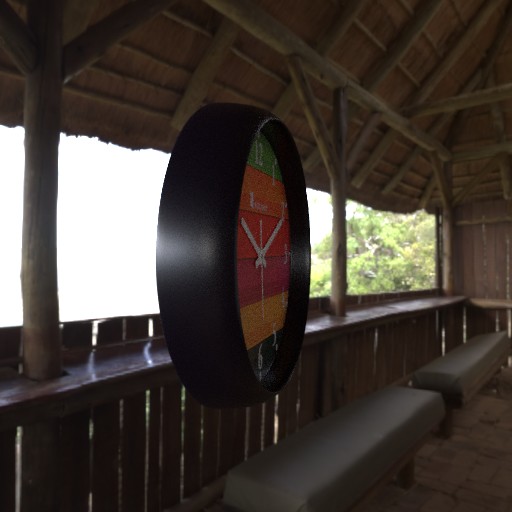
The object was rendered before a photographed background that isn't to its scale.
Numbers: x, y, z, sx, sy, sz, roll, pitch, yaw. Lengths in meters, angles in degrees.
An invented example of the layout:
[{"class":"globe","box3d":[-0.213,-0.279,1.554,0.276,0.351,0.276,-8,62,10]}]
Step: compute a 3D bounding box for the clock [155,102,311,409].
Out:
[{"class":"clock","box3d":[0.000,0.000,0.449,0.060,0.300,0.300,0,0,19]}]
